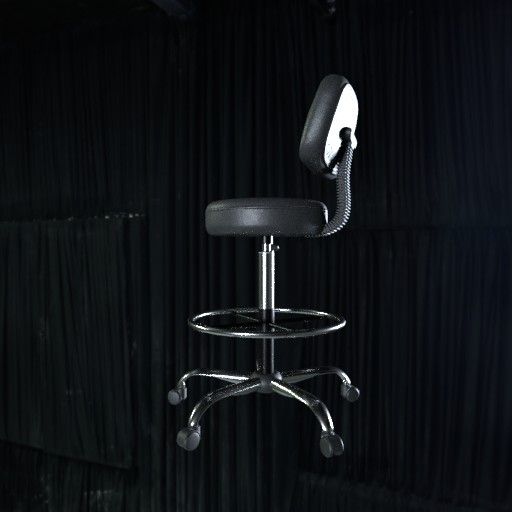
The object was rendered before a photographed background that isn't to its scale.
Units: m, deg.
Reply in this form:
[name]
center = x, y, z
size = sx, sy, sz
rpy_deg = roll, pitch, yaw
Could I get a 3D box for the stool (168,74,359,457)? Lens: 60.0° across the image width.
[stool]
center = 0.000, 0.000, 1.503
size = 0.658, 1.069, 0.694
rpy_deg = 0, 1, 18
